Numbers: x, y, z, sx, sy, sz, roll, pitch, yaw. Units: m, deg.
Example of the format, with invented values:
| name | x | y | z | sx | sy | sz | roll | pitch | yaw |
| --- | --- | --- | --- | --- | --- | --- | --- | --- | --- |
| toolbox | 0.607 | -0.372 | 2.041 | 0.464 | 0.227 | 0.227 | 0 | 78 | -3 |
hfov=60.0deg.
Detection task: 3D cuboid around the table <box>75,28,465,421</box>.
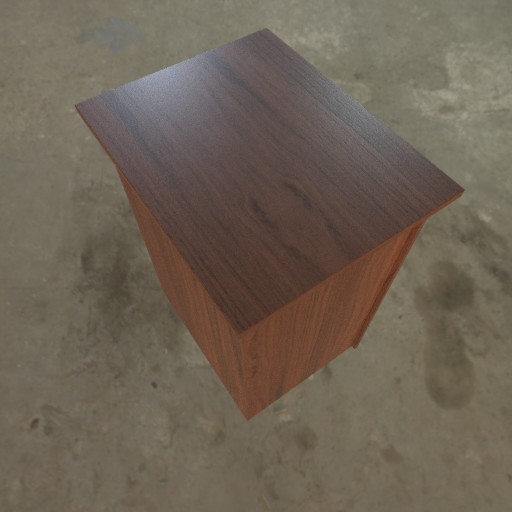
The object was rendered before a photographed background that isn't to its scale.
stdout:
| name | x | y | z | sx | sy | sz | roll | pitch | yaw |
| --- | --- | --- | --- | --- | --- | --- | --- | --- | --- |
| table | 0.000 | 0.000 | 0.937 | 0.381 | 0.636 | 0.480 | -30 | 63 | -18 |
